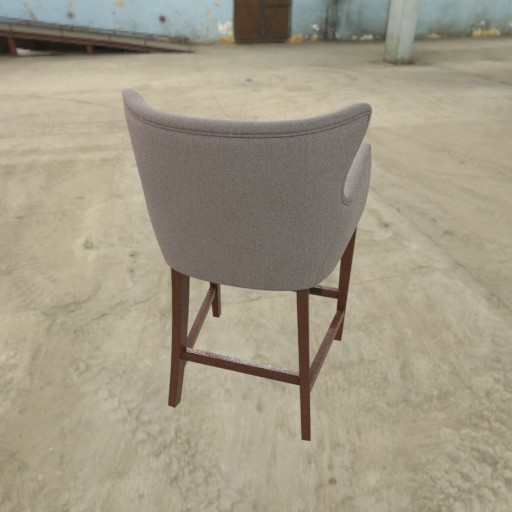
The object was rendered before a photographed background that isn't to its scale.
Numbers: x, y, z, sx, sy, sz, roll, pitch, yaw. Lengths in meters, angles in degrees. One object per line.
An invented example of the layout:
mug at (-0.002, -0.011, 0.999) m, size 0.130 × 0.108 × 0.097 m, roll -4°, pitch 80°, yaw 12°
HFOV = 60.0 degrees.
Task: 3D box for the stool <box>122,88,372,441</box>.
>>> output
stool at (0.000, 0.000, 1.299) m, size 0.575 × 0.951 × 0.575 m, roll 9°, pitch 31°, yaw 14°
